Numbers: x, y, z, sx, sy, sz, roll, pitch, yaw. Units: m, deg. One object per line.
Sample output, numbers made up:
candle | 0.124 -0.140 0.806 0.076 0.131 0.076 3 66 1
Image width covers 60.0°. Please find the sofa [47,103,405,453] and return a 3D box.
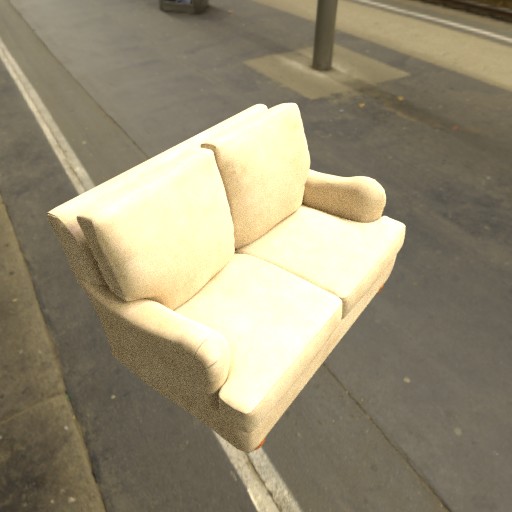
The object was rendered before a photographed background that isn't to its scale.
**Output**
sofa | 0.000 0.000 2.278 1.086 1.087 1.498 26 47 27
